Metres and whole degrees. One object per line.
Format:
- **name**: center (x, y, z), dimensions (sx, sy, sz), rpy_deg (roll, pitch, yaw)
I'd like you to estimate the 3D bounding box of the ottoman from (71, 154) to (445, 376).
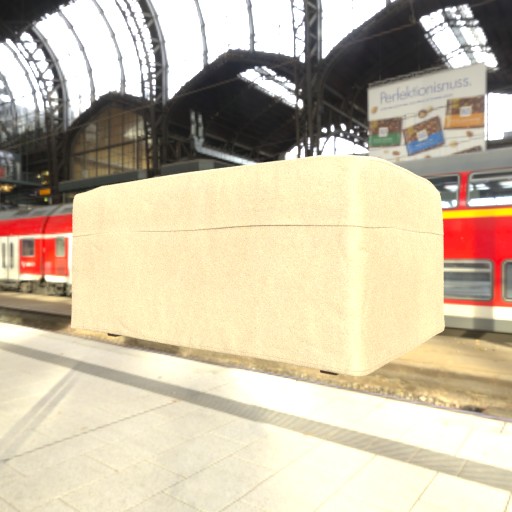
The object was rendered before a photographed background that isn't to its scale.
- **ottoman**: center (0.000, 0.000, 1.211), dimensions (0.872, 0.444, 0.590), rpy_deg (0, 0, 36)
